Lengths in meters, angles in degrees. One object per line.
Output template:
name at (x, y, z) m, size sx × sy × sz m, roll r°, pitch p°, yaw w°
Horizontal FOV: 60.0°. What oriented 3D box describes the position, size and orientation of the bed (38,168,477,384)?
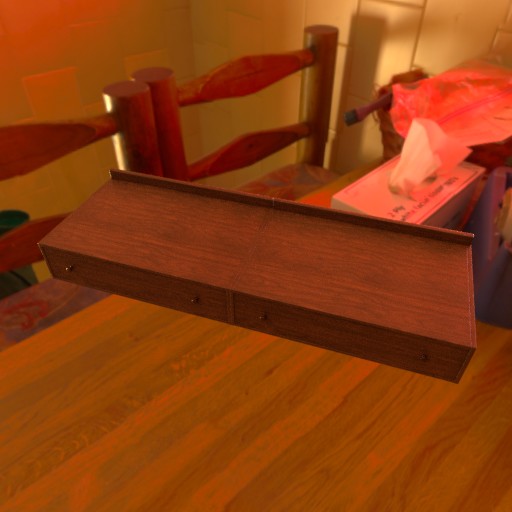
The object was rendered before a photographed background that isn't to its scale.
bed at (0.000, 0.000, 2.309) m, size 2.057 × 0.326 × 0.787 m, roll 12°, pitch 42°, yaw 14°
